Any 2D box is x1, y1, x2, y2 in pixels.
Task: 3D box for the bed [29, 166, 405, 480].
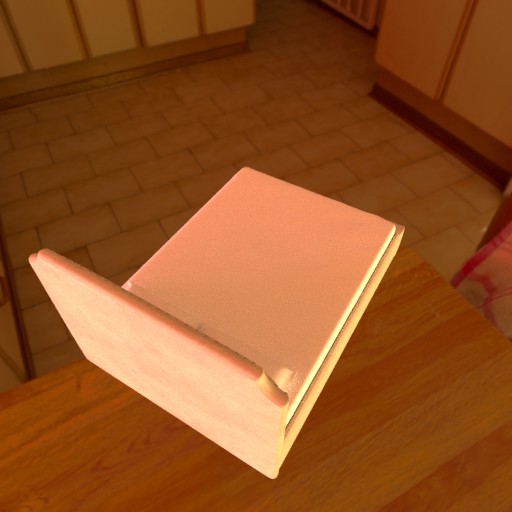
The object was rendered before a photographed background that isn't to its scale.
[{"bbox_3d":[0.000,0.000,3.372,1.712,1.443,2.372,25,53,20],"label":"bed"}]
